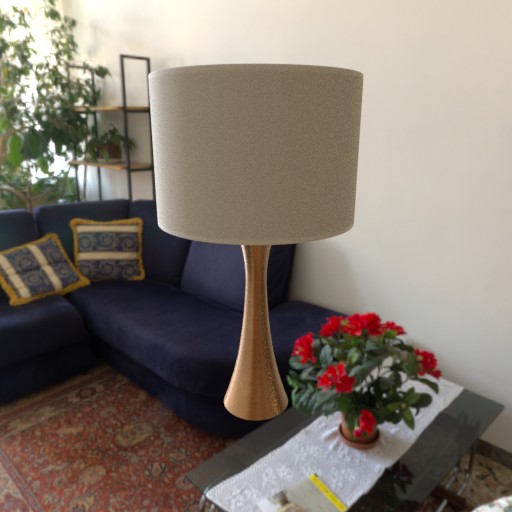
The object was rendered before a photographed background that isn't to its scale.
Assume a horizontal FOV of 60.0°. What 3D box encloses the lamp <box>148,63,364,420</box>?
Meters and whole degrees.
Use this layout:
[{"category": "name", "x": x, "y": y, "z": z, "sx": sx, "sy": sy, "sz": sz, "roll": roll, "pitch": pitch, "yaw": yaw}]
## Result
[{"category": "lamp", "x": 0.000, "y": 0.000, "z": 0.635, "sx": 0.268, "sy": 0.479, "sz": 0.268, "roll": 3, "pitch": 17, "yaw": 9}]
